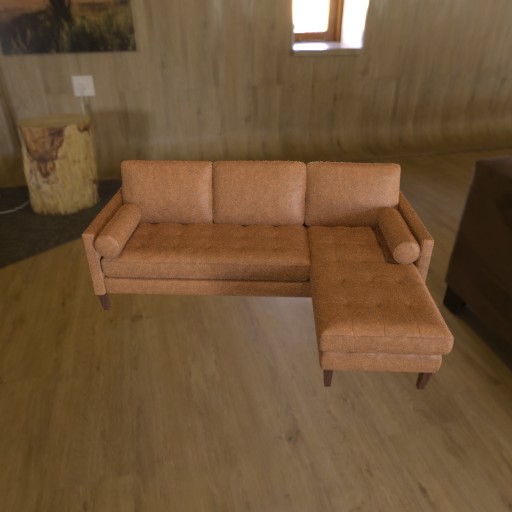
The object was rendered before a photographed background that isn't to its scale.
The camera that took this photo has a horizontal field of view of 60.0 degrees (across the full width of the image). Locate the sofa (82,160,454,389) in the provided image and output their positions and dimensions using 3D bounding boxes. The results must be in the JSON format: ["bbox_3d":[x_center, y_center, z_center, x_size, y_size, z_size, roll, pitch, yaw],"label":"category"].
[{"bbox_3d":[0.000,0.000,2.851,2.178,0.876,1.506,1,30,2],"label":"sofa"}]
